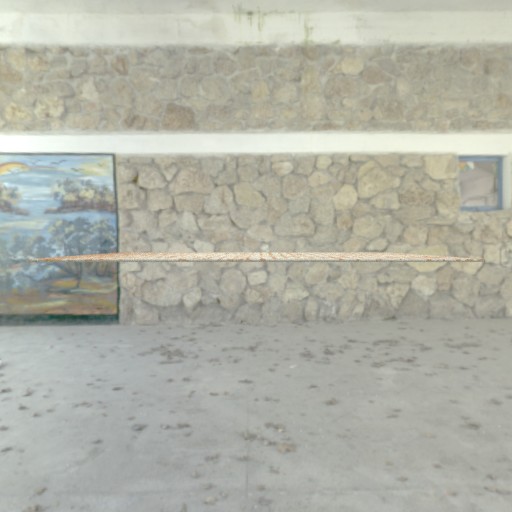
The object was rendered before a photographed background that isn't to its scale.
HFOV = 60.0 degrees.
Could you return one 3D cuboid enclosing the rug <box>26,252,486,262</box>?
[{"bbox_3d":[0.000,0.000,2.368,1.829,0.011,1.219,0,2,0],"label":"rug"}]
